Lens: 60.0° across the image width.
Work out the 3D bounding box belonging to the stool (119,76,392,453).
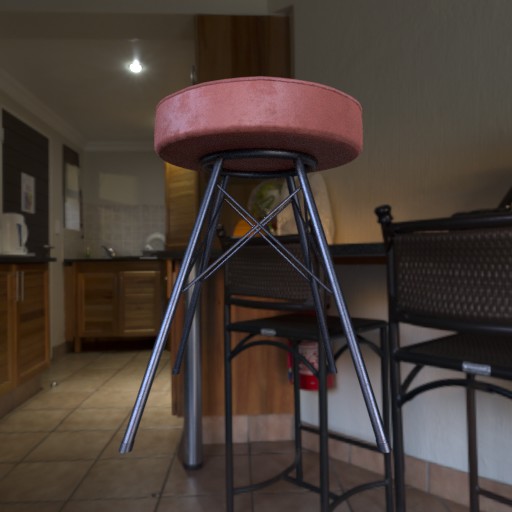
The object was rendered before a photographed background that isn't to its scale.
[{"bbox_3d":[0.000,0.000,0.896,0.421,0.593,0.457,0,0,0],"label":"stool"}]
